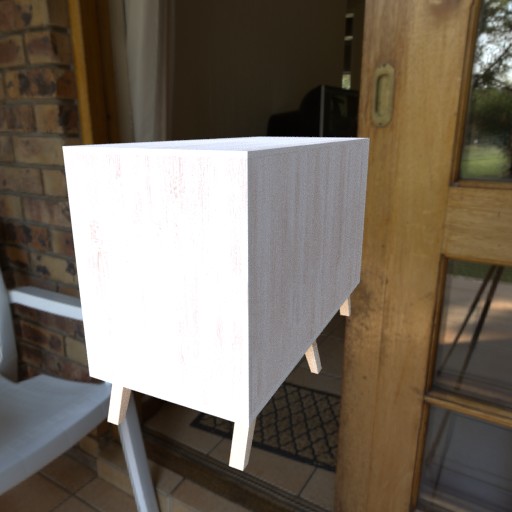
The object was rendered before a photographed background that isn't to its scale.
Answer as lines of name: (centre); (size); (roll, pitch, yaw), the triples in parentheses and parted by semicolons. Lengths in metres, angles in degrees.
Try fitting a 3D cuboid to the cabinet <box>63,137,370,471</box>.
cabinet: (0.000, 0.000, 1.553); (0.500, 0.780, 1.110); (8, 18, 25)
